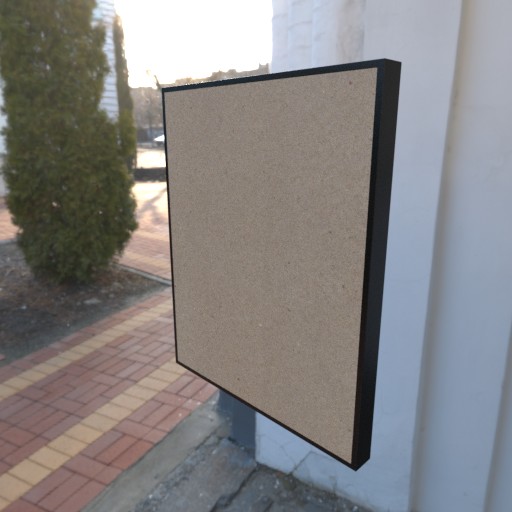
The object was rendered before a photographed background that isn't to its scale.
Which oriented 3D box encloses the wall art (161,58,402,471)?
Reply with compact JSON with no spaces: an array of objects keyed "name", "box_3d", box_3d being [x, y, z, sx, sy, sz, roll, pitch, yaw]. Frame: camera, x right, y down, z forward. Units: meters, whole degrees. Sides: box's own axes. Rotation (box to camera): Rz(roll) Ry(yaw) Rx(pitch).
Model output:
[{"name":"wall art","box_3d":[0.000,0.000,0.733,0.038,0.551,0.448,-15,21,-43]}]
